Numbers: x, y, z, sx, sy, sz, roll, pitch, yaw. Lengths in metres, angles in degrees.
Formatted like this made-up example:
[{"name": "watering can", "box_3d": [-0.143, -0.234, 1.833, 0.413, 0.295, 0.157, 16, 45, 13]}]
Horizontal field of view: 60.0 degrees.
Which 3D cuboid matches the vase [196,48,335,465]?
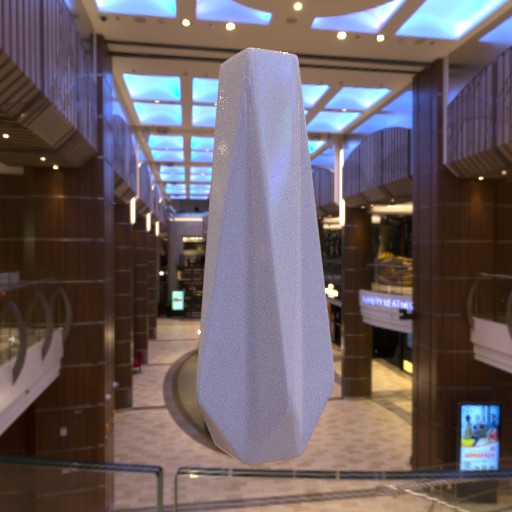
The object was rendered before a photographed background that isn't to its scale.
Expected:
[{"name": "vase", "box_3d": [0.000, 0.000, 0.387, 0.116, 0.329, 0.122, 0, 1, 35]}]
